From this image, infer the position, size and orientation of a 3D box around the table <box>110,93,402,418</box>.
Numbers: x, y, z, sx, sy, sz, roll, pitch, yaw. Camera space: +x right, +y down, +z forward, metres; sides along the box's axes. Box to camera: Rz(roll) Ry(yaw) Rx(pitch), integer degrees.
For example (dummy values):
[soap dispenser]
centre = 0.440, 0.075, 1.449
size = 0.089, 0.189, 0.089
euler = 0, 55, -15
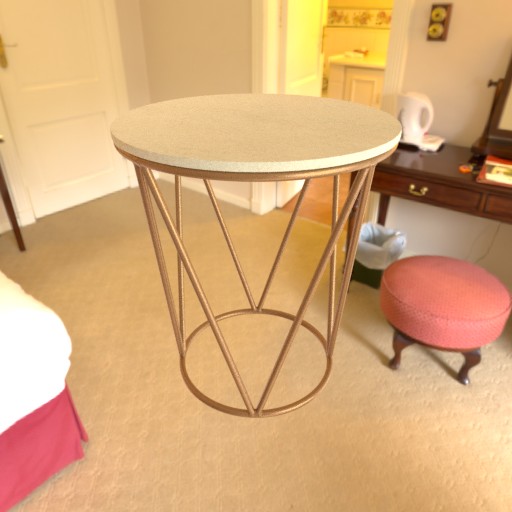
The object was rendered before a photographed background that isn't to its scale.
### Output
[table]
centre = 0.000, 0.000, 0.928
size = 0.500, 0.564, 0.500
euler = 0, 30, 0
